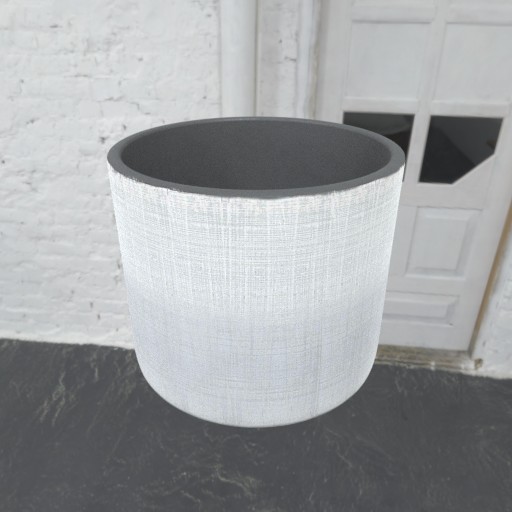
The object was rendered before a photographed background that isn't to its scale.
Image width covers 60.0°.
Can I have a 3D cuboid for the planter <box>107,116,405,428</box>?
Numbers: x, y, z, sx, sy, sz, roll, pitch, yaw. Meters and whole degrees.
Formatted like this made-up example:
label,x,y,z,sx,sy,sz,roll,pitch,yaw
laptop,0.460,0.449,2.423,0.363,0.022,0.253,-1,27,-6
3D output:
label,x,y,z,sx,sy,sz,roll,pitch,yaw
planter,0.000,0.000,0.436,0.254,0.221,0.254,0,28,0
